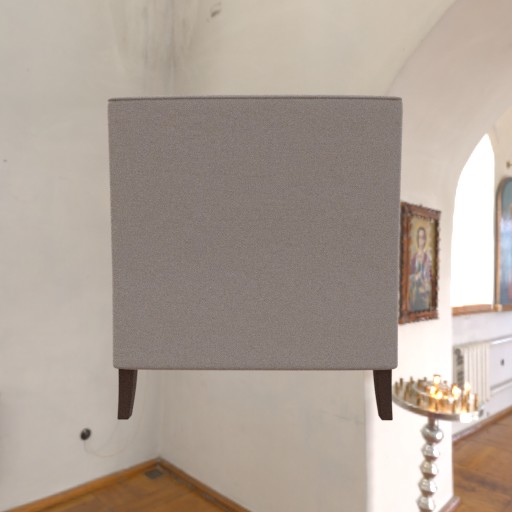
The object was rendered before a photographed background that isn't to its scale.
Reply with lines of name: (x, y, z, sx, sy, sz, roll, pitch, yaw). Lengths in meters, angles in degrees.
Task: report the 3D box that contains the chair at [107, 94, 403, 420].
chair: (0.000, 0.000, 1.879, 0.982, 1.056, 1.040, 0, -1, 1)
